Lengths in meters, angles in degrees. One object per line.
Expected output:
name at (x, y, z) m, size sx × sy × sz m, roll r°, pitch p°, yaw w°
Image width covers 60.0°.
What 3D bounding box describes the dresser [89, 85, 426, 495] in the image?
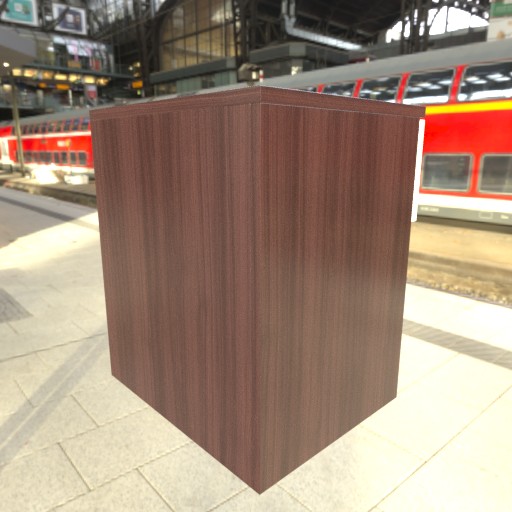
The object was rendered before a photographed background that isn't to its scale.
dresser at (0.000, 0.000, 0.744) m, size 0.360 × 0.470 × 0.400 m, roll -12°, pitch 18°, yaw -41°
